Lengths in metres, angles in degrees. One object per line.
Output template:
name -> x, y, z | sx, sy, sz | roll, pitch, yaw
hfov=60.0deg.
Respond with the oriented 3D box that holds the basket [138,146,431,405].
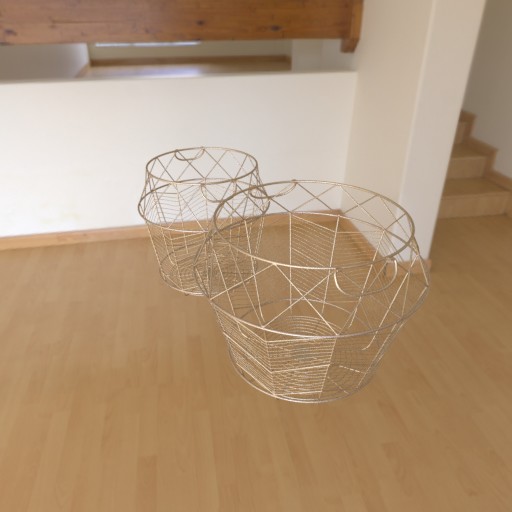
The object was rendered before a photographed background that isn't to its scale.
basket -> 0.000, 0.000, 1.028 | 0.451, 0.343, 0.805 | -20, 36, -30
